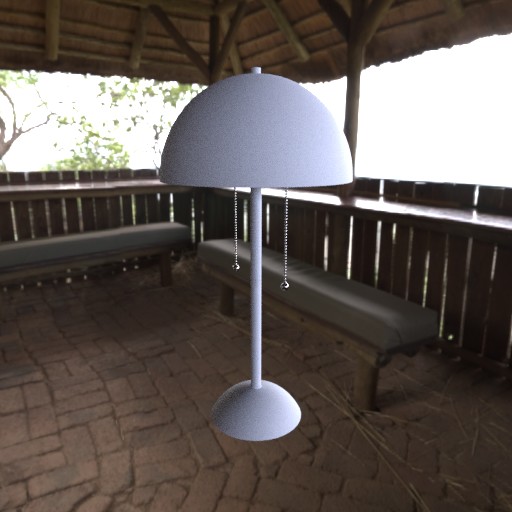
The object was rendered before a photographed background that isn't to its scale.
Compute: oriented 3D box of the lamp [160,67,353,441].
[{"bbox_3d":[0.000,0.000,0.417,0.171,0.330,0.171,0,13,0],"label":"lamp"}]
